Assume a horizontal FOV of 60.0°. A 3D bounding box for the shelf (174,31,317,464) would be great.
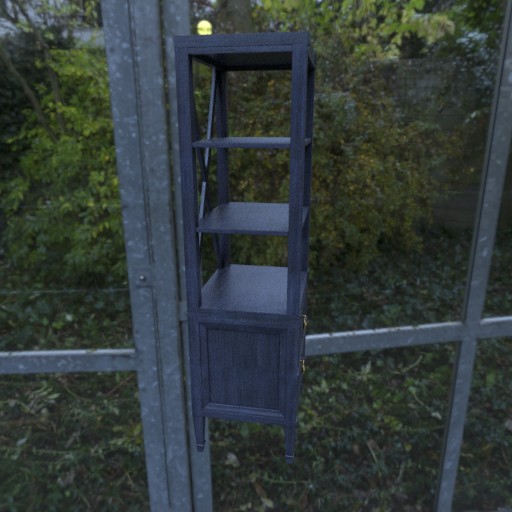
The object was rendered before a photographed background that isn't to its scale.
[{"bbox_3d":[0.000,0.000,2.005,0.472,1.727,0.584,3,17,10],"label":"shelf"}]
